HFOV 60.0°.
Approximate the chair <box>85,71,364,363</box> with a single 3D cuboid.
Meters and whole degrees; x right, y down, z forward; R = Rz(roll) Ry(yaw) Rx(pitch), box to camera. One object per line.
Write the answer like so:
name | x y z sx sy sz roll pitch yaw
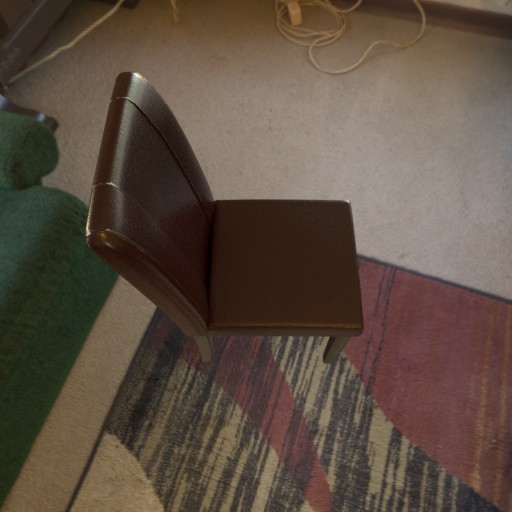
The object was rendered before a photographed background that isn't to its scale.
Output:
chair | 0.000 0.000 1.180 0.556 0.897 0.399 0 63 0
